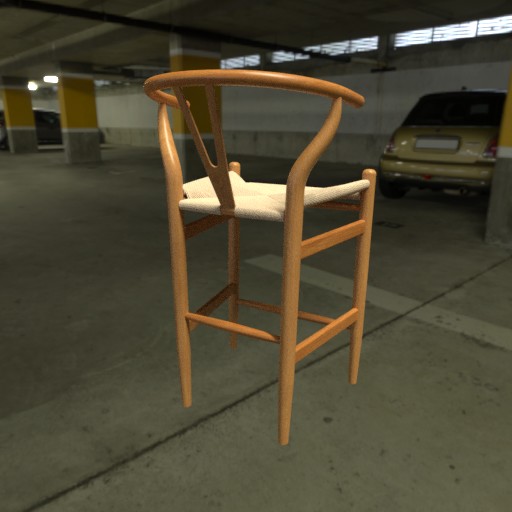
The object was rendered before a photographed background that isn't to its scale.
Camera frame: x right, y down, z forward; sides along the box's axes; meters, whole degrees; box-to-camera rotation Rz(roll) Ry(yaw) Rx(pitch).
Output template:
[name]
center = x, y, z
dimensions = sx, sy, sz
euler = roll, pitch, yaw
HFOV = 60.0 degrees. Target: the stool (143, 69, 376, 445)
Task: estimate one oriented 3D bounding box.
[stool]
center = 0.000, 0.000, 1.313
dimensions = 0.569, 0.970, 0.579
euler = 10, 19, 29
